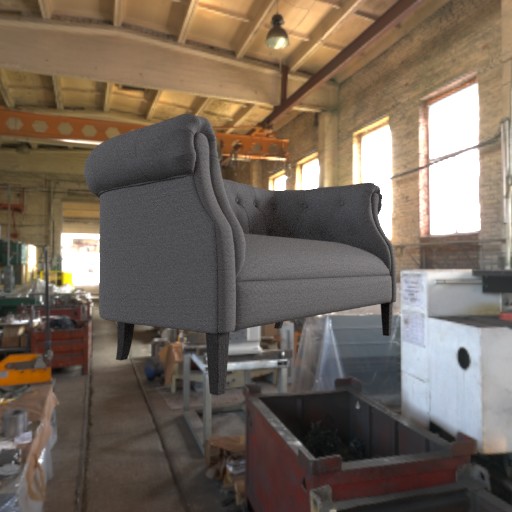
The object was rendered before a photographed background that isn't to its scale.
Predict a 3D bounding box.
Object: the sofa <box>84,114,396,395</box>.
[{"bbox_3d":[0.000,0.000,2.040,0.835,0.827,1.558,-1,-2,37],"label":"sofa"}]
